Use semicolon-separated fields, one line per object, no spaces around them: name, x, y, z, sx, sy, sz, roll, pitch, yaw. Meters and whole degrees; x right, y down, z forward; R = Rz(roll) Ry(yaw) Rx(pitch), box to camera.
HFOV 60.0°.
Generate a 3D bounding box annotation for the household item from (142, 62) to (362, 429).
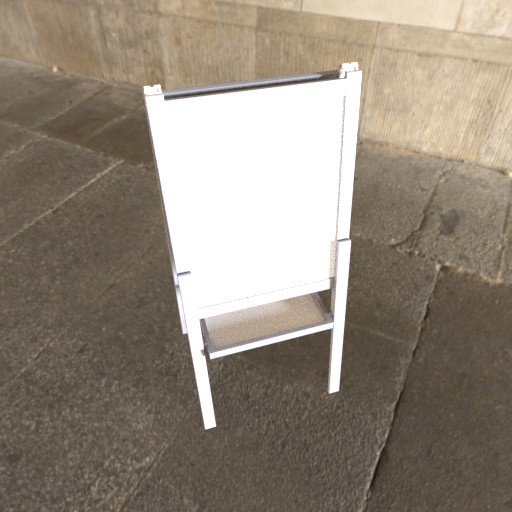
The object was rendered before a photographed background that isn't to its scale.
household item;0.000;0.000;1.446;0.531;1.172;0.469;-12;44;-13
